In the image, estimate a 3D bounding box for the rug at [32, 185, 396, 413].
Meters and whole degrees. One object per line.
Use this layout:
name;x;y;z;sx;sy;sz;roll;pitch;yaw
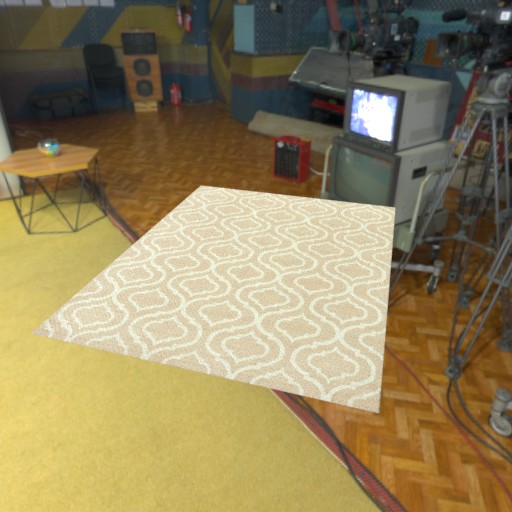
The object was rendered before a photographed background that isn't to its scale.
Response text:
rug;0.000;0.000;3.903;2.286;0.013;2.894;9;31;15
